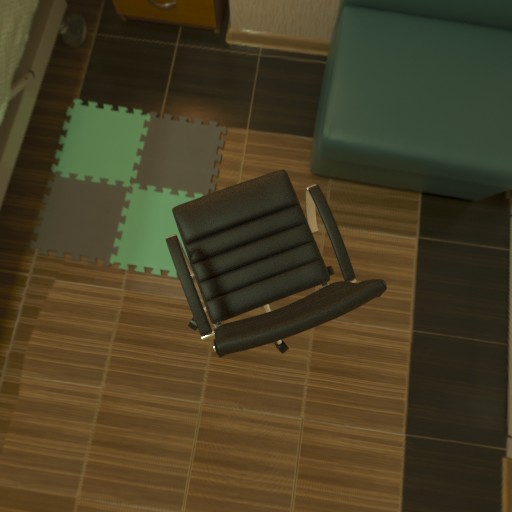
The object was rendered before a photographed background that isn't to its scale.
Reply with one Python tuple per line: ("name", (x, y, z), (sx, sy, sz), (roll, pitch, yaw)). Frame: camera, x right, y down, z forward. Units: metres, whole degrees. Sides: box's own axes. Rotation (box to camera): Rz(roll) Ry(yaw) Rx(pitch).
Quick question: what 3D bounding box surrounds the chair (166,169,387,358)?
("chair", (0.000, 0.000, 1.668), (0.766, 1.149, 0.739), (-20, 77, -5))
